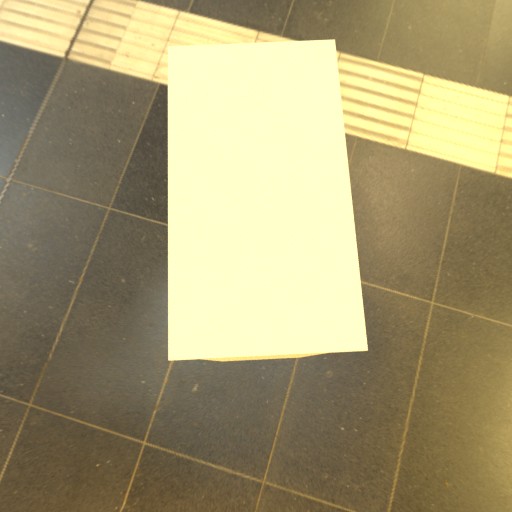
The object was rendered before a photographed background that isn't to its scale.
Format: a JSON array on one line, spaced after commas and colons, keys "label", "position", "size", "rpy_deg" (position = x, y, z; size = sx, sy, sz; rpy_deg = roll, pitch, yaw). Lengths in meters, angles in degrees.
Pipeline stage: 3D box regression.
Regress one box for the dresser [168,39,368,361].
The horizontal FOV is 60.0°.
[{"label": "dresser", "position": [0.000, 0.000, 1.547], "size": [0.399, 1.255, 0.704], "rpy_deg": [-3, 76, -1]}]
